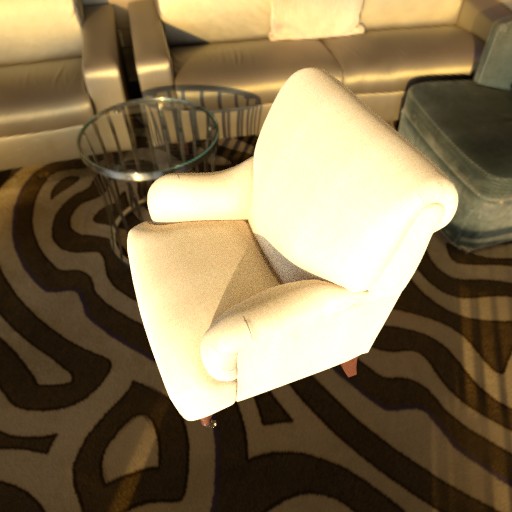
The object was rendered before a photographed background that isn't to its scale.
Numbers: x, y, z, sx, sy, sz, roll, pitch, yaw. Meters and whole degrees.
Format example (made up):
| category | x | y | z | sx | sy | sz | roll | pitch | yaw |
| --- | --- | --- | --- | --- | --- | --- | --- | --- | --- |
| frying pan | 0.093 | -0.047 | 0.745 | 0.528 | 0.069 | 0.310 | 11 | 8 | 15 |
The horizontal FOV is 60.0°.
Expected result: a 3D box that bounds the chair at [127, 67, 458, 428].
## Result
| category | x | y | z | sx | sy | sz | roll | pitch | yaw |
| --- | --- | --- | --- | --- | --- | --- | --- | --- | --- |
| chair | 0.000 | 0.000 | 1.520 | 0.842 | 0.944 | 0.766 | -16 | 49 | -15 |
